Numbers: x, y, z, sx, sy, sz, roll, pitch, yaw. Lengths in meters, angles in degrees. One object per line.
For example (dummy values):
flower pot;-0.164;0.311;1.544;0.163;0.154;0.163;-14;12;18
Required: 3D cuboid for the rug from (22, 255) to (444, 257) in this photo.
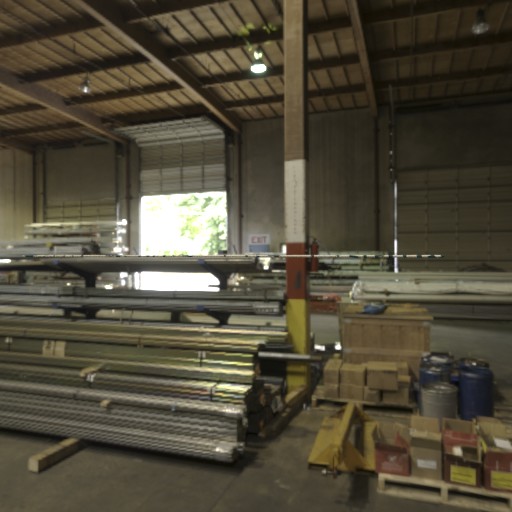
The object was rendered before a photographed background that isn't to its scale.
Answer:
rug;0.000;0.000;4.100;3.017;0.014;2.416;0;0;18
